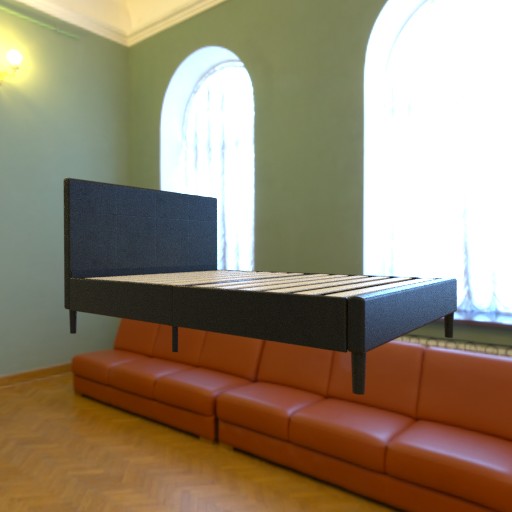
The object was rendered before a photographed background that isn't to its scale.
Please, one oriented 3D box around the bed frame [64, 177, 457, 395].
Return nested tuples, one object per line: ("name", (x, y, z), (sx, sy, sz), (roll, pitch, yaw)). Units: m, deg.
("bed frame", (0.000, 0.000, 2.926), (2.152, 1.046, 1.469), (1, 1, 37))
